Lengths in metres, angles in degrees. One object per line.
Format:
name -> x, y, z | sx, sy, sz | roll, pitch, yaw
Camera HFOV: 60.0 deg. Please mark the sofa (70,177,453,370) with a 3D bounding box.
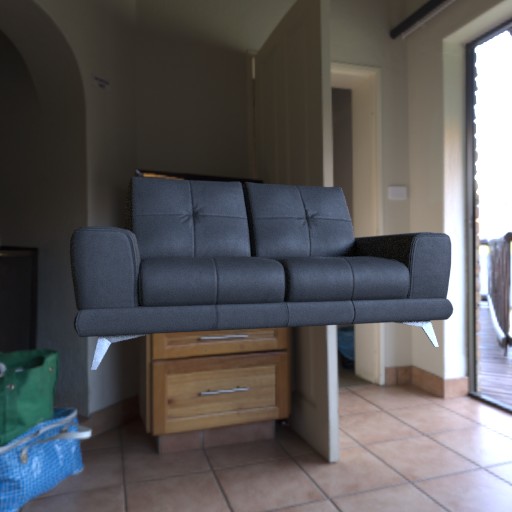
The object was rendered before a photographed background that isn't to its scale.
sofa -> 0.000, 0.000, 2.425 | 1.806, 0.907, 1.018 | 0, 0, -16
